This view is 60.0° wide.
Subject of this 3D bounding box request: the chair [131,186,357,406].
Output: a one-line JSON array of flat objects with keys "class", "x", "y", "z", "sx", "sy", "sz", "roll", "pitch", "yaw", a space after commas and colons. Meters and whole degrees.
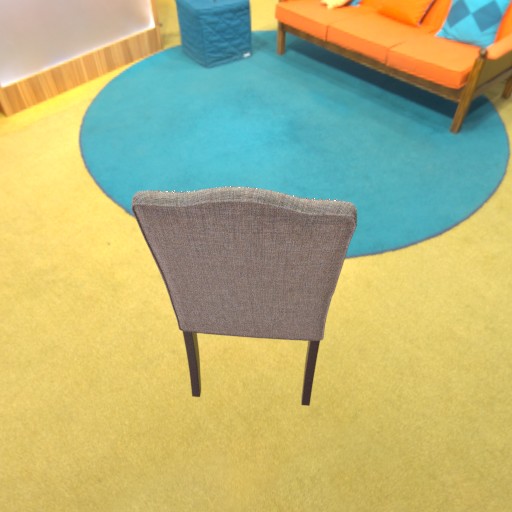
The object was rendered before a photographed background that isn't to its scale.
[{"class": "chair", "x": 0.000, "y": 0.000, "z": 1.394, "sx": 0.513, "sy": 1.016, "sz": 0.660, "roll": 3, "pitch": 47, "yaw": 3}]
